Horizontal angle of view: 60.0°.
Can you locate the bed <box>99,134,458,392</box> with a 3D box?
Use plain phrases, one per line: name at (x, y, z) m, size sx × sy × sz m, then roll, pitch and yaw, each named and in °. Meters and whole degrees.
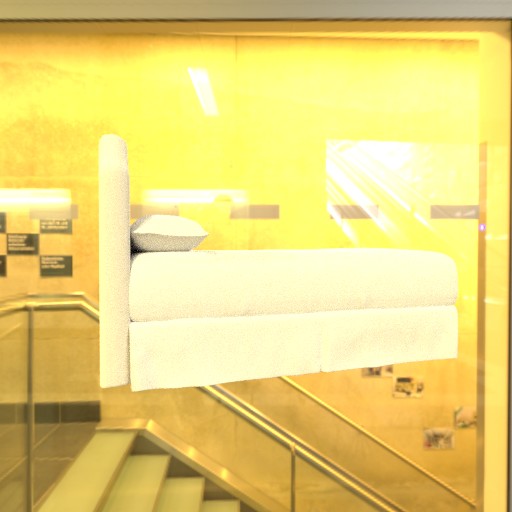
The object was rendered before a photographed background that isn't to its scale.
bed at (0.000, 0.000, 3.833) m, size 2.548 × 1.524 × 2.134 m, roll 0°, pitch 1°, yaw -19°
